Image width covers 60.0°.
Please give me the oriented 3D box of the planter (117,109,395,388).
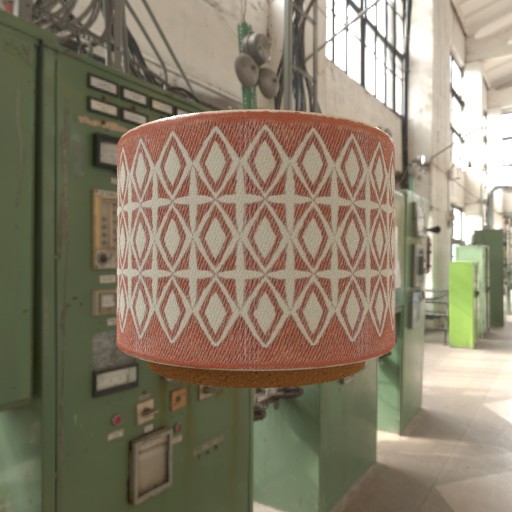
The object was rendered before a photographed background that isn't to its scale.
[{"bbox_3d":[0.000,0.000,0.320,0.192,0.148,0.192,0,-1,0],"label":"planter"}]
